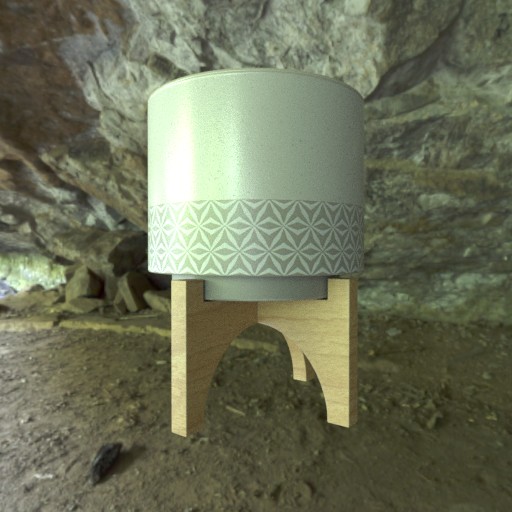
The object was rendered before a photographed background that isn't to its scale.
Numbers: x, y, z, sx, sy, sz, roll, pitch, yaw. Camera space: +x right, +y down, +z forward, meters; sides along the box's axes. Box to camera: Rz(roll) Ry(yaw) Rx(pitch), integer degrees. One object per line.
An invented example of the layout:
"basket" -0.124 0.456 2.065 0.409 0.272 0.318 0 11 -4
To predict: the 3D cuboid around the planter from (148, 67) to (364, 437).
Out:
"planter" 0.000 0.000 0.398 0.188 0.260 0.188 0 1 0
